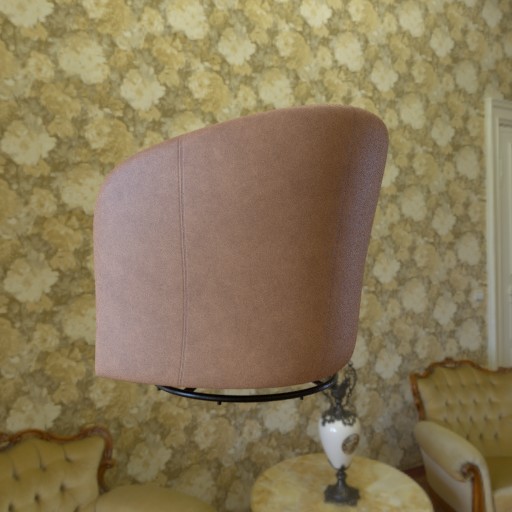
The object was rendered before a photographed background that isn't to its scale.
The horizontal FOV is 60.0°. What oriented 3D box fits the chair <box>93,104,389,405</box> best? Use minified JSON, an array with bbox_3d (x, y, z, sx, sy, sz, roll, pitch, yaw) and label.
[{"bbox_3d":[0.000,0.000,1.419,0.815,0.771,0.791,0,0,19],"label":"chair"}]
